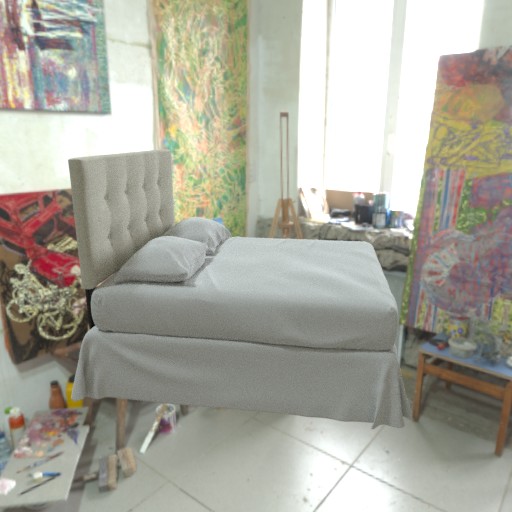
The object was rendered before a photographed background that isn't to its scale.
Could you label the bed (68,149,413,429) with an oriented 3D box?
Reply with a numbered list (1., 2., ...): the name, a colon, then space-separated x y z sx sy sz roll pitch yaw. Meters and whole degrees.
1. bed: 0.000 0.000 3.488 2.222 1.577 1.936 2 16 9
